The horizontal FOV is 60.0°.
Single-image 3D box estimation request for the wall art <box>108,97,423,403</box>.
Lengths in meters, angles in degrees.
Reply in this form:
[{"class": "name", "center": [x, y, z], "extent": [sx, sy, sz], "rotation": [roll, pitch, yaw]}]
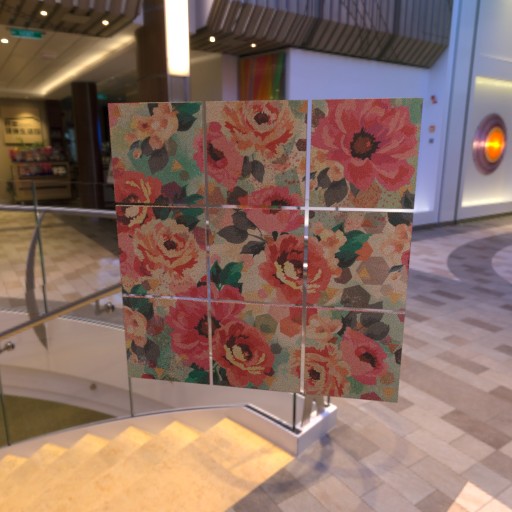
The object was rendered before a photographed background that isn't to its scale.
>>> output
[{"class": "wall art", "center": [0.000, 0.000, 1.837], "extent": [1.216, 1.220, 0.013], "rotation": [2, 14, 10]}]
